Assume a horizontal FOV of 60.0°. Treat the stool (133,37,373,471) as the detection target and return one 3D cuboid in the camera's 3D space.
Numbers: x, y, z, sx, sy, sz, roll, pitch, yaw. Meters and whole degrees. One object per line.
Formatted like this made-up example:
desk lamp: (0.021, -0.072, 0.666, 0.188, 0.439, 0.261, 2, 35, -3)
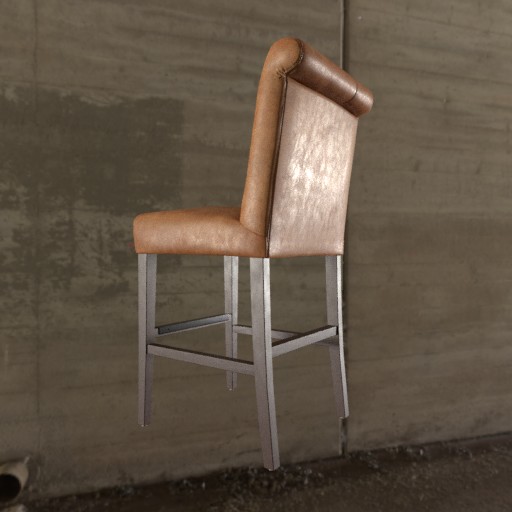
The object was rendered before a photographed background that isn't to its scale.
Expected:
stool: (0.000, 0.000, 1.374, 0.601, 1.047, 0.493, 1, 1, 36)
